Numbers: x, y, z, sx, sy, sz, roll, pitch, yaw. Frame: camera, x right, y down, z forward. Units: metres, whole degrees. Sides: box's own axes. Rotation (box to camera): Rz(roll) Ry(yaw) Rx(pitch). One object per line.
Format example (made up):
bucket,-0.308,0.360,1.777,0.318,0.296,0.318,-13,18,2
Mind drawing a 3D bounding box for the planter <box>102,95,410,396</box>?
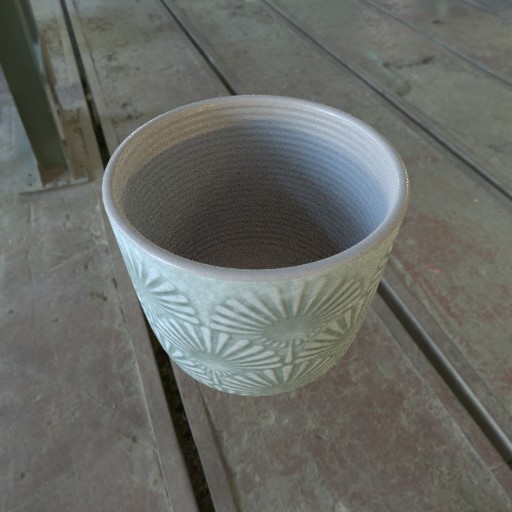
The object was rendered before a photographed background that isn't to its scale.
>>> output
planter,0.000,0.000,0.222,0.124,0.109,0.124,0,47,0
